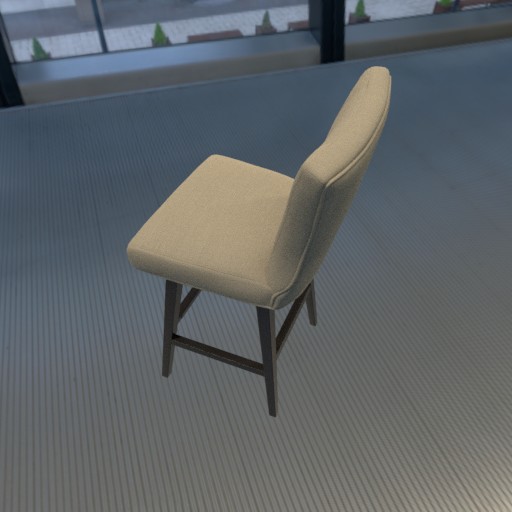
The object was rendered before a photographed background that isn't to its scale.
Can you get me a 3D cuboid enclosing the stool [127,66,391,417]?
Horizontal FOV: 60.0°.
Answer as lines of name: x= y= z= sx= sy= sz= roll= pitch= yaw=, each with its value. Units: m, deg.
stool: x=0.000 y=0.000 z=1.388 sx=0.574 sy=1.086 sz=0.514 roll=18 pitch=49 yaw=17
